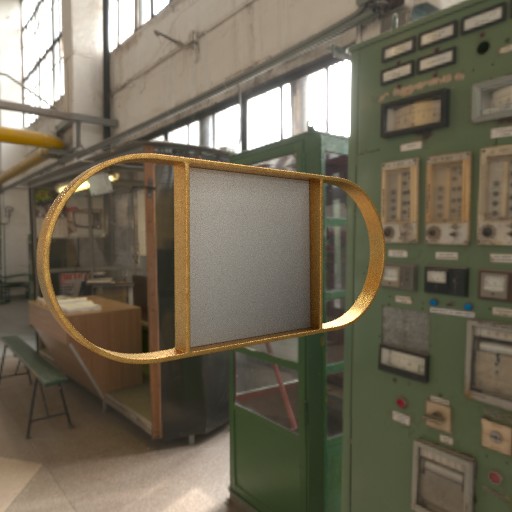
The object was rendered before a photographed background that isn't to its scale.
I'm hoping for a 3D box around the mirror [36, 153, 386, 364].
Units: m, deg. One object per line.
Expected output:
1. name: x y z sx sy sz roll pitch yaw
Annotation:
1. mirror: 0.000 0.000 0.651 0.584 0.254 0.032 -2 3 -38
